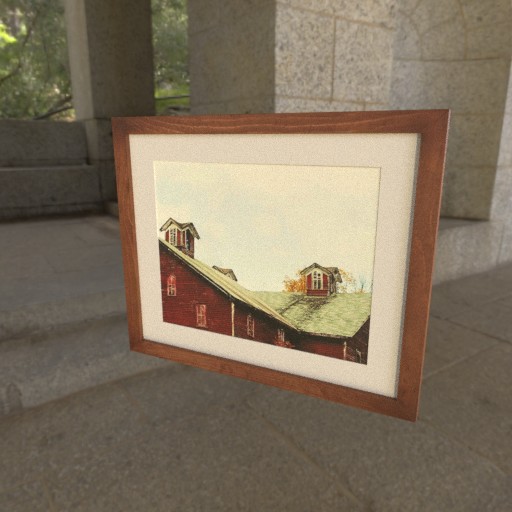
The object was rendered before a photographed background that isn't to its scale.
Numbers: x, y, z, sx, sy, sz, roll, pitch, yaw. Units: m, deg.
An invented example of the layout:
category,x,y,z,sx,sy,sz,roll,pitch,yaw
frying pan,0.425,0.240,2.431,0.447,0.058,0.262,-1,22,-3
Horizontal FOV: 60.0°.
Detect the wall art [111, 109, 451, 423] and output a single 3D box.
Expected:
category,x,y,z,sx,sy,sz,roll,pitch,yaw
wall art,0.000,0.000,0.750,0.558,0.457,0.033,7,16,25
